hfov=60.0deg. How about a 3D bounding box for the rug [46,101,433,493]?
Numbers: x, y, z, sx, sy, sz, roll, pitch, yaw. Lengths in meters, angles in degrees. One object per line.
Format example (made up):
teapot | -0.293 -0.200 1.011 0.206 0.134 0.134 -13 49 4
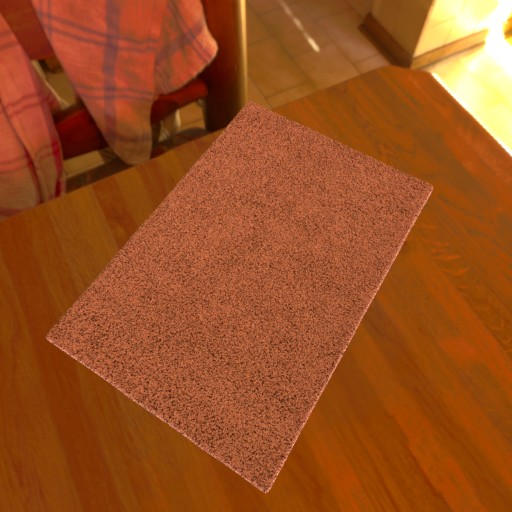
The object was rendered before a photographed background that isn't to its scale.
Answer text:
rug | 0.000 0.000 2.268 1.219 0.030 1.778 29 67 14
